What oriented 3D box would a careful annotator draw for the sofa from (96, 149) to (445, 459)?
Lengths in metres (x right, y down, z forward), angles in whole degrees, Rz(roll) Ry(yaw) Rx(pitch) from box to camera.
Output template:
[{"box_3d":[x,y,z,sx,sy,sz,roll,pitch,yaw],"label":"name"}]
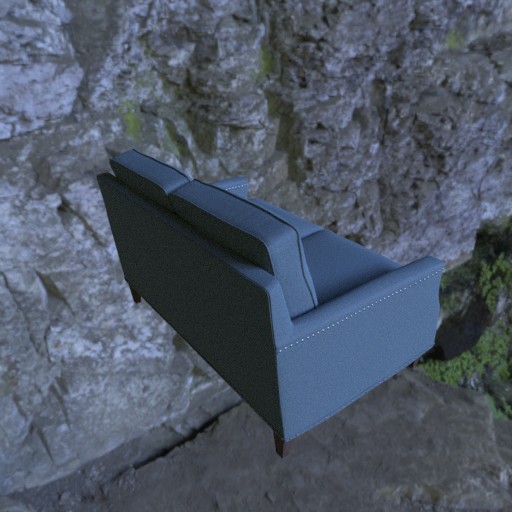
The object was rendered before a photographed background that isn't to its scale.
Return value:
[{"box_3d":[0.000,0.000,2.339,1.084,1.003,1.597,-20,34,-33],"label":"sofa"}]
